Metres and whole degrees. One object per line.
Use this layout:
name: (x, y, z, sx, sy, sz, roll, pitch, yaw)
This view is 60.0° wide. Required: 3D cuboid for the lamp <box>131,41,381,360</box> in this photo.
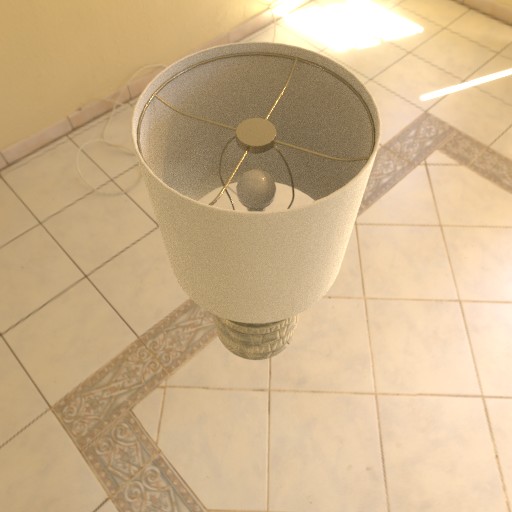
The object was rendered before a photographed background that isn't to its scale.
lamp: (0.000, 0.000, 0.570, 0.211, 0.455, 0.211, 33, 64, 18)
